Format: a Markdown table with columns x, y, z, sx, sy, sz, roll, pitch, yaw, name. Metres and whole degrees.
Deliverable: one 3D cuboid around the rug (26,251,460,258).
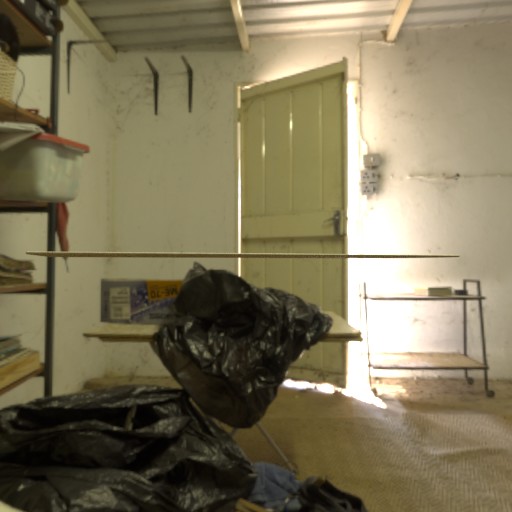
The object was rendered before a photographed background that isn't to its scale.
| x | y | z | sx | sy | sz | roll | pitch | yaw | name |
| --- | --- | --- | --- | --- | --- | --- | --- | --- | --- |
| 0.000 | 0.000 | 2.753 | 2.450 | 0.014 | 0.793 | 0 | -1 | -19 | rug |
